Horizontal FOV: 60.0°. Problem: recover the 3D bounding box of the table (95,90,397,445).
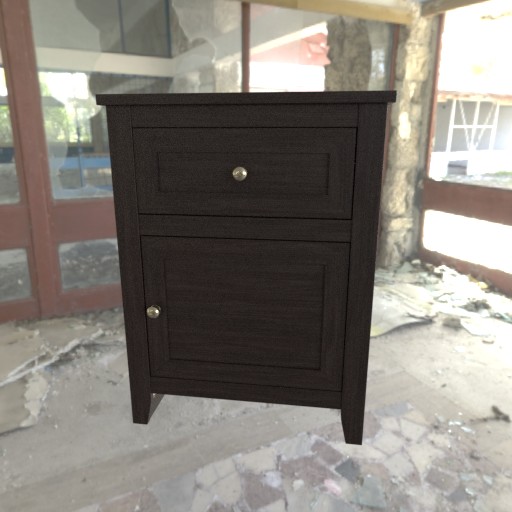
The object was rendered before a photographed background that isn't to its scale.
[{"bbox_3d":[0.000,0.000,0.957,0.480,0.635,0.381,2,16,8],"label":"table"}]
